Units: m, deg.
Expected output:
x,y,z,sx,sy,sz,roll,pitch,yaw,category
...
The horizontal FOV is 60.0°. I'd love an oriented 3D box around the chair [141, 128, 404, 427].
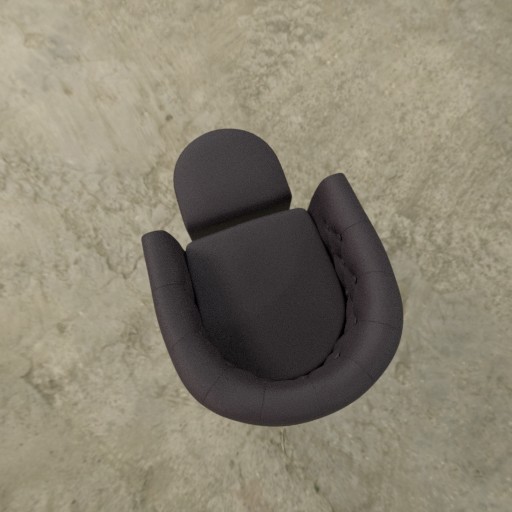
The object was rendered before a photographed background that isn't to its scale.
x,y,z,sx,sy,sz,roll,pitch,yaw,category
0.000,0.000,1.711,0.763,0.760,1.191,-18,76,-5,chair
